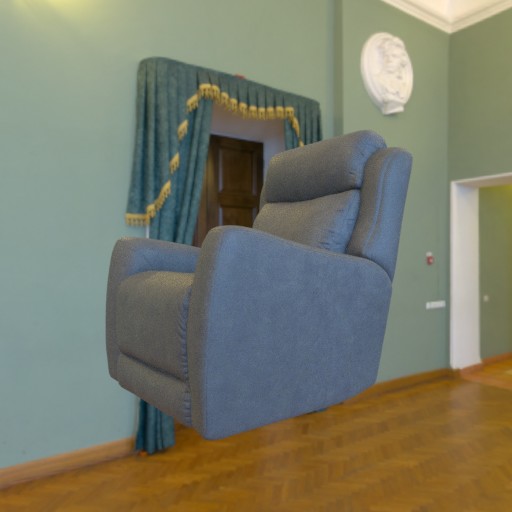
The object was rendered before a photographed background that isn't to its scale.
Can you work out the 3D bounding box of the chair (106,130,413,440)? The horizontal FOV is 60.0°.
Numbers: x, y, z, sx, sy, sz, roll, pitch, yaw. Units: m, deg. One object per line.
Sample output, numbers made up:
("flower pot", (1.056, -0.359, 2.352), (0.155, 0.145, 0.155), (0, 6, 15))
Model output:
("chair", (0.000, 0.000, 1.946), (1.068, 1.116, 0.967), (0, 0, -36))
